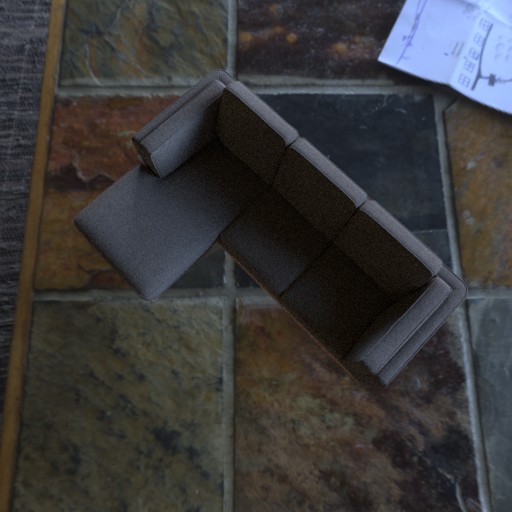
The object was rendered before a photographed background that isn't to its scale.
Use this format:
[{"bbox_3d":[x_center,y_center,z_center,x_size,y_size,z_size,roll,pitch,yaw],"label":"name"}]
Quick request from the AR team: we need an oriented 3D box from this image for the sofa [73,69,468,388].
[{"bbox_3d":[0.000,0.000,3.207,1.604,0.929,2.411,-44,79,-11],"label":"sofa"}]
